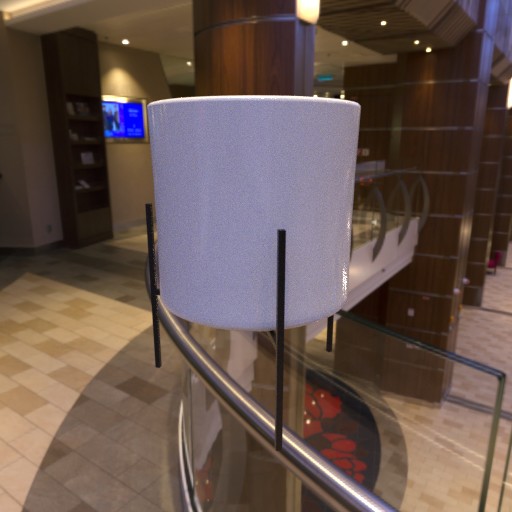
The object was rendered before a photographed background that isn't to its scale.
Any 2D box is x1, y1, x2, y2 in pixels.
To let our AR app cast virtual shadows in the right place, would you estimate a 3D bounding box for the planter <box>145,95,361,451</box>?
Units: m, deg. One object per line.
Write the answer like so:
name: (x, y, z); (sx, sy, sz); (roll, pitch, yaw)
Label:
planter: (0.000, 0.000, 0.740); (0.360, 0.480, 0.361); (-3, 15, -10)
